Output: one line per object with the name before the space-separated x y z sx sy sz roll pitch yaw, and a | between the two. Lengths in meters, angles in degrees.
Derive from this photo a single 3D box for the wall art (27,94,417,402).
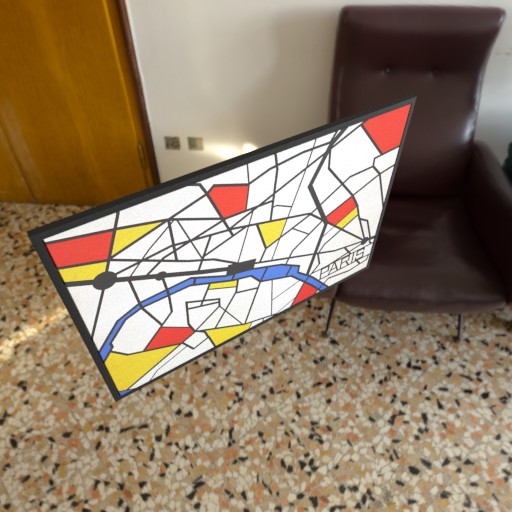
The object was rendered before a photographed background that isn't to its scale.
wall art | 0.000 0.000 0.834 0.664 0.458 0.013 -25 52 -21
